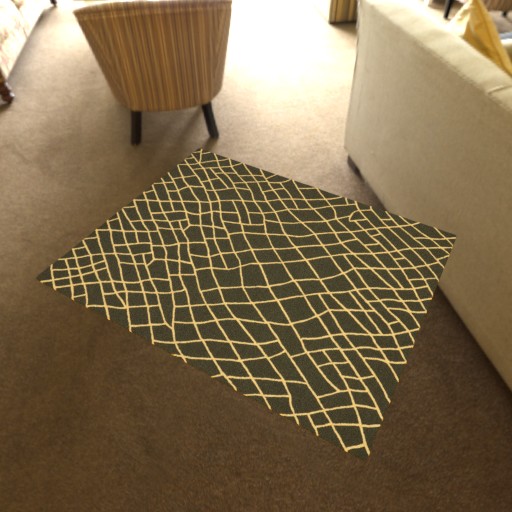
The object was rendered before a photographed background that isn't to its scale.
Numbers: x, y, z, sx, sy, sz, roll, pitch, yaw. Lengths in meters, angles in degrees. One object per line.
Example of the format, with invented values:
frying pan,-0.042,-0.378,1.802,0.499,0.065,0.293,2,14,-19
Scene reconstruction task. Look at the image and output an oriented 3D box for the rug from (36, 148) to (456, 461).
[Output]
rug,0.000,0.000,4.058,3.047,0.022,2.439,23,50,21
